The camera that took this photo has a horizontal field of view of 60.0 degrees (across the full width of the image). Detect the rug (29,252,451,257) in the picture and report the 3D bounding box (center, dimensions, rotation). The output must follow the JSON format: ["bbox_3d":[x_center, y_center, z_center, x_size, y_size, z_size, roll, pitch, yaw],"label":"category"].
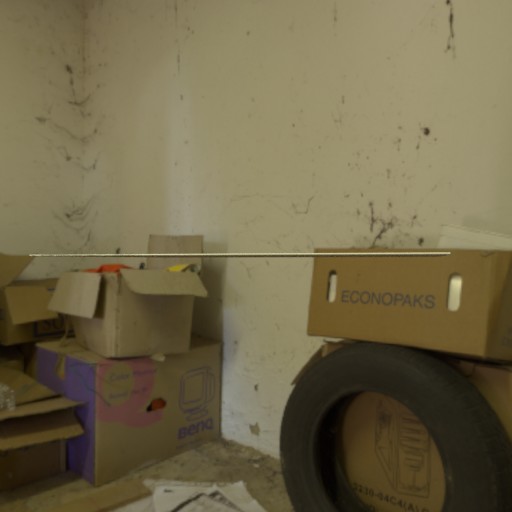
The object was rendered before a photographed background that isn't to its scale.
[{"bbox_3d":[0.000,0.000,2.924,2.284,0.008,1.522,0,-1,20],"label":"rug"}]
